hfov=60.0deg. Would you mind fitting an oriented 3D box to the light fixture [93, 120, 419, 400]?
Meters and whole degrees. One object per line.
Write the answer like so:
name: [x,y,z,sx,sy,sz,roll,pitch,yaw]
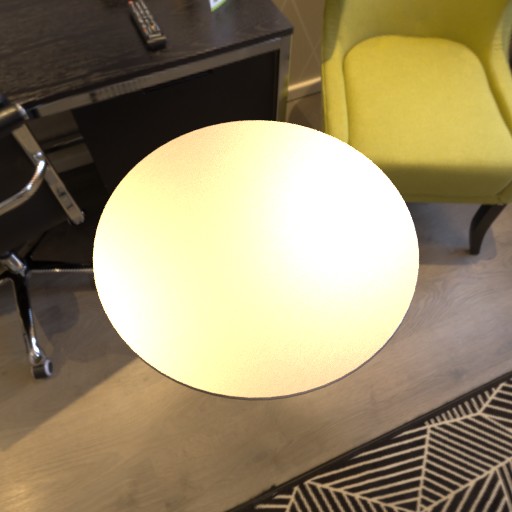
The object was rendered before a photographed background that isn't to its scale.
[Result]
light fixture: [0.000,0.000,0.548,0.368,0.100,0.368,0,60,0]
